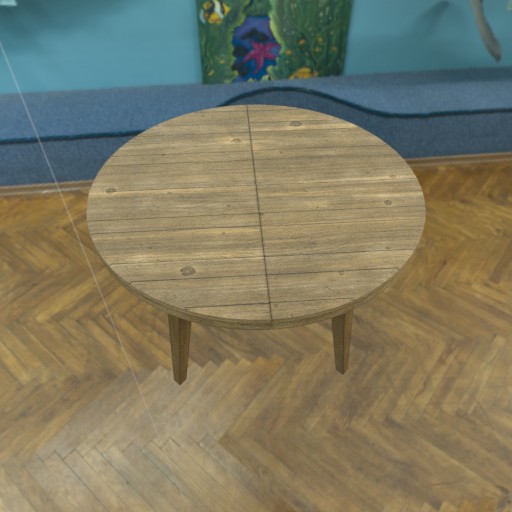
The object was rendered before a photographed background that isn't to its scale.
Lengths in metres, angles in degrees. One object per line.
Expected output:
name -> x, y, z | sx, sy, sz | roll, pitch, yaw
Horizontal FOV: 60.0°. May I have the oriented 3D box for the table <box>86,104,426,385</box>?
table -> 0.000, 0.000, 1.916 | 1.213, 0.764, 1.213 | 0, 46, 0
